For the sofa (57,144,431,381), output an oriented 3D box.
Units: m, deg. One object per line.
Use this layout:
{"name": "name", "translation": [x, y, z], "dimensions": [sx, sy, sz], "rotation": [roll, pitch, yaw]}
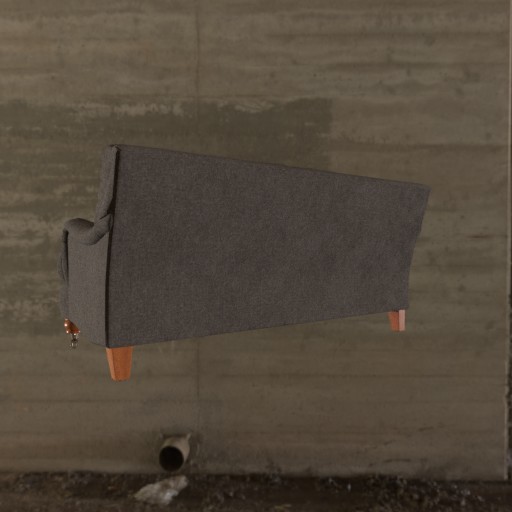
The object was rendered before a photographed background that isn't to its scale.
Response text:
{"name": "sofa", "translation": [0.000, 0.000, 2.775], "dimensions": [2.160, 1.054, 1.087], "rotation": [-1, 2, -35]}
